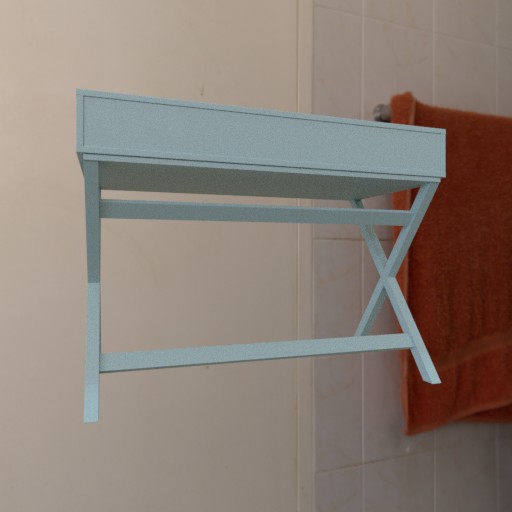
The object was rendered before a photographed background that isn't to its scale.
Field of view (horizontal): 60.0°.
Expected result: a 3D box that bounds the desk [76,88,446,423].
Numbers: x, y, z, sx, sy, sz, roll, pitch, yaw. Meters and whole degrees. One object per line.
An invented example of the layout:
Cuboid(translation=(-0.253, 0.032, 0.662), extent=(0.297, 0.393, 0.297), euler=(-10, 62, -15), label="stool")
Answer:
Cuboid(translation=(0.000, 0.000, 1.446), extent=(1.057, 0.780, 0.525), euler=(0, 0, -19), label="desk")
